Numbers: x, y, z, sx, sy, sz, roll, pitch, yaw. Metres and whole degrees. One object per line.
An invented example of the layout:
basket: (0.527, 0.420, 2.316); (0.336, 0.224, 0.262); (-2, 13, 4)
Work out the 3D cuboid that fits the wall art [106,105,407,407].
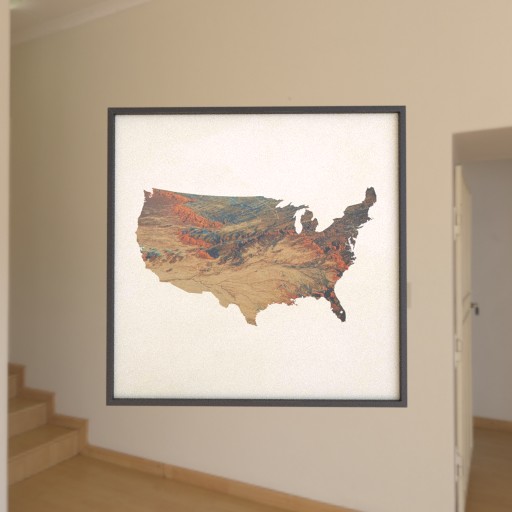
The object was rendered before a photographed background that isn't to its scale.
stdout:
wall art: (0.000, 0.000, 0.767); (0.507, 0.507, 0.038); (0, -1, 1)
